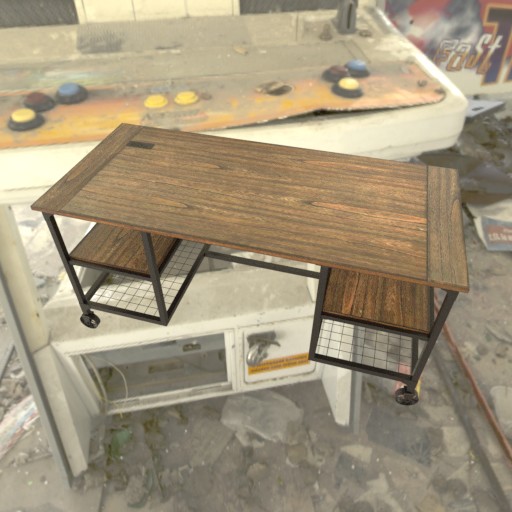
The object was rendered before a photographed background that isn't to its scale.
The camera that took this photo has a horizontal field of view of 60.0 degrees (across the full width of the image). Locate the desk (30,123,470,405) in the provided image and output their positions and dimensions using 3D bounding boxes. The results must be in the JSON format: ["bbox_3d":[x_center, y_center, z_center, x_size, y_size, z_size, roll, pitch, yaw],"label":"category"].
[{"bbox_3d":[0.000,0.000,2.012,1.590,0.751,0.711,11,44,12],"label":"desk"}]
